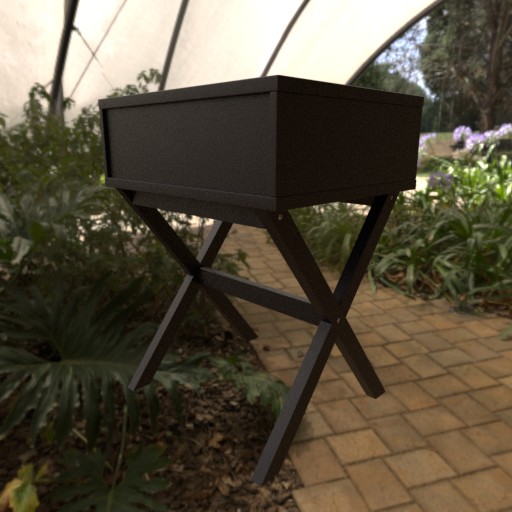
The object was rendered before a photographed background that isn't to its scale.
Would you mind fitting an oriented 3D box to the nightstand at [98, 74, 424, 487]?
[{"bbox_3d":[0.000,0.000,0.924,0.402,0.623,0.479,-14,20,-43],"label":"nightstand"}]
